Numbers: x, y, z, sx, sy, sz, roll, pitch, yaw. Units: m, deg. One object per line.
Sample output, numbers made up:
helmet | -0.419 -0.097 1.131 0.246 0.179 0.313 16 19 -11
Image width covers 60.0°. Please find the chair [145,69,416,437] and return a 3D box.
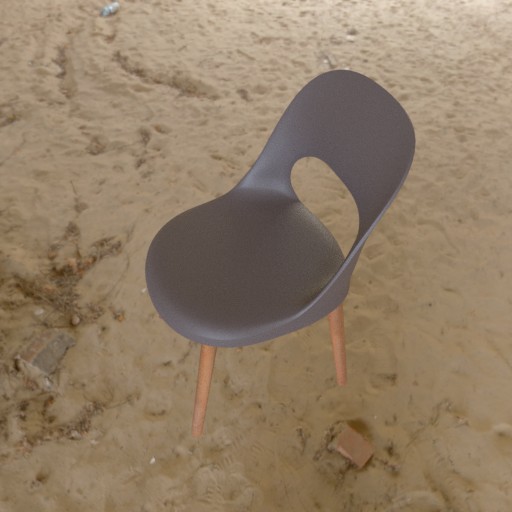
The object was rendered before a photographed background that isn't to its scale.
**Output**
chair | 0.000 0.000 1.122 0.556 0.794 0.470 -15 48 -14
